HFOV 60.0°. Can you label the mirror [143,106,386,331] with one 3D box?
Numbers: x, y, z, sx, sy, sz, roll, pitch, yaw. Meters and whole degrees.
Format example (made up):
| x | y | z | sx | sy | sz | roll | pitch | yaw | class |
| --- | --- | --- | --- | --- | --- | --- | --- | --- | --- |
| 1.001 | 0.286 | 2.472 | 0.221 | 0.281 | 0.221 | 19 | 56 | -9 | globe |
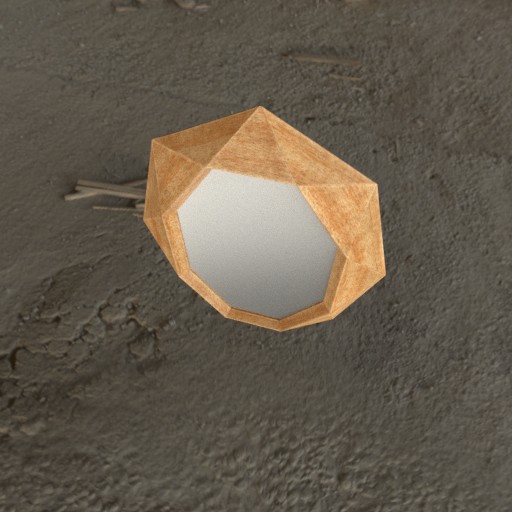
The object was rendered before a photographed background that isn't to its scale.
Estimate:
| x | y | z | sx | sy | sz | roll | pitch | yaw | class |
| --- | --- | --- | --- | --- | --- | --- | --- | --- | --- |
| 0.000 | 0.000 | 1.005 | 0.577 | 0.774 | 0.070 | 13 | 57 | 9 | mirror |
